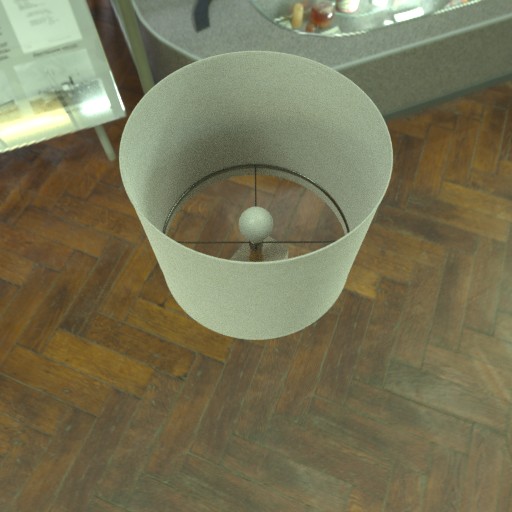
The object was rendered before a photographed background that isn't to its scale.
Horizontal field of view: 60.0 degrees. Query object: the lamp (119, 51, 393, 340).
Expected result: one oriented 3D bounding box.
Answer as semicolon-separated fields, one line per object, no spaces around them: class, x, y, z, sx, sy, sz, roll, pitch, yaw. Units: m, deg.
lamp;0.000;0.000;0.558;0.229;0.417;0.229;33;67;16
